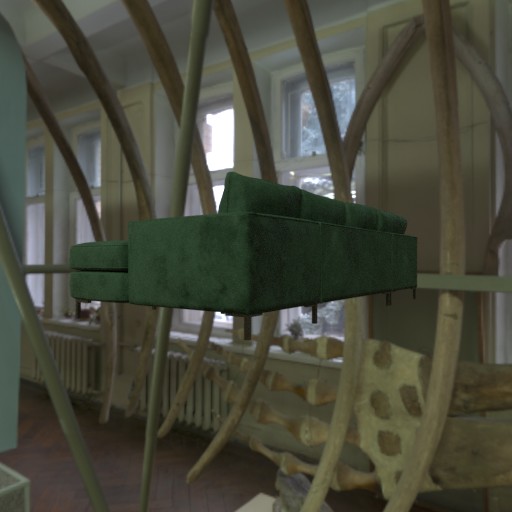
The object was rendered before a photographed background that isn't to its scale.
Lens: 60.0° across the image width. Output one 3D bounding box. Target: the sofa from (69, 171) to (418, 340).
[{"bbox_3d":[0.000,0.000,3.881,1.992,0.861,2.994,-1,-1,35],"label":"sofa"}]
